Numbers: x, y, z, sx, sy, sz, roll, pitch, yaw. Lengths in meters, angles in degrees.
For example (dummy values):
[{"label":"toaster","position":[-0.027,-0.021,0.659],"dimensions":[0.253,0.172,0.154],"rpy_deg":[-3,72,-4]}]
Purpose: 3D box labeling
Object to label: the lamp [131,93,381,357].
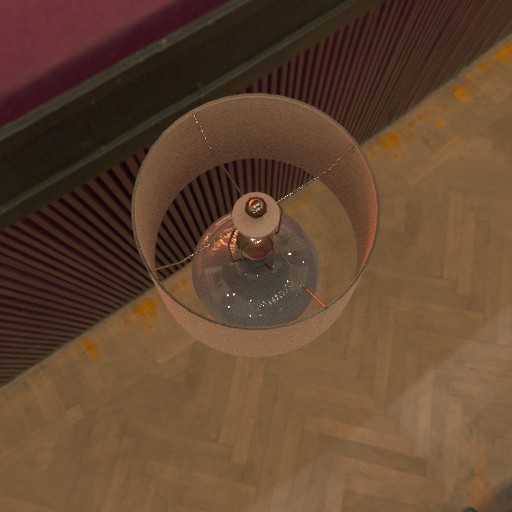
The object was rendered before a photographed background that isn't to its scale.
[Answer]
[{"label":"lamp","position":[0.000,0.000,0.553],"dimensions":[0.247,0.387,0.247],"rpy_deg":[0,77,0]}]
